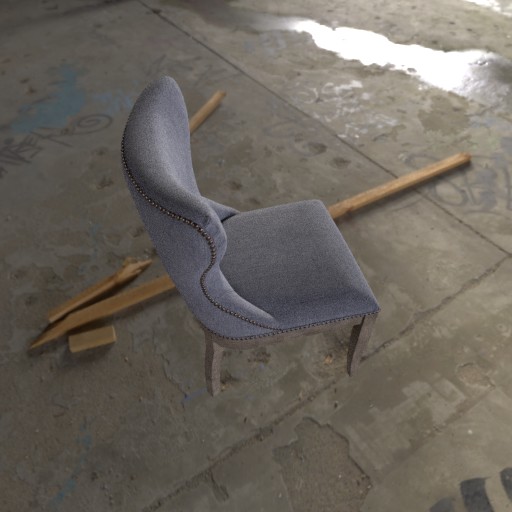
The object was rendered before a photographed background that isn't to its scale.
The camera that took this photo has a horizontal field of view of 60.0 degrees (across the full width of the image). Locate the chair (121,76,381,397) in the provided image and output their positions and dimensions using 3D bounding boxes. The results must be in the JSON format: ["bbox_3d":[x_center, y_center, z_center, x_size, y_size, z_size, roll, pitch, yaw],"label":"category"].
[{"bbox_3d":[0.000,0.000,1.467,0.681,1.002,0.654,-11,49,-10],"label":"chair"}]
